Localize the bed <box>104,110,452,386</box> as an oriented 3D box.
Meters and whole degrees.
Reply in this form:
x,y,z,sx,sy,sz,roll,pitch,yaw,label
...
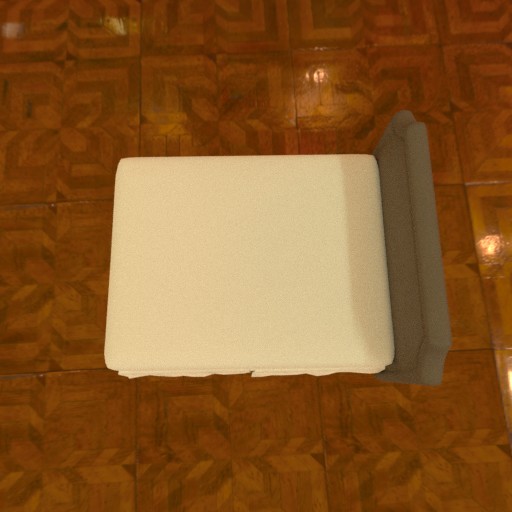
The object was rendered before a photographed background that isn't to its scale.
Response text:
x,y,z,sx,sy,sz,roll,pitch,yaw,label
0.000,0.000,3.229,2.181,1.297,1.831,-1,76,0,bed
